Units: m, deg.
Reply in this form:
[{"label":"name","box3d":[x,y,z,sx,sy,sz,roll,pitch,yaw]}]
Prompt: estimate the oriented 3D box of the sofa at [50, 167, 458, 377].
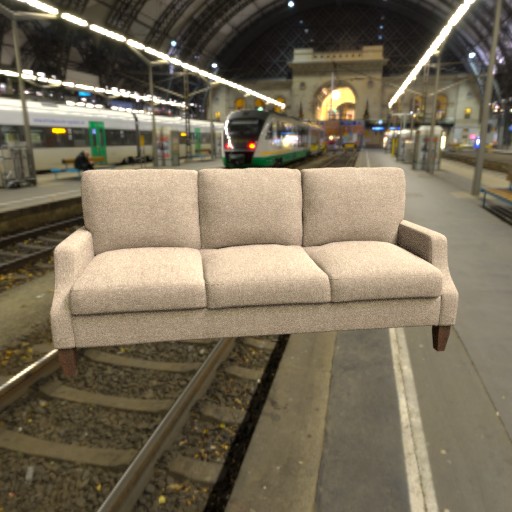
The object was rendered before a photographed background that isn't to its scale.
[{"label":"sofa","box3d":[0.000,0.000,2.604,2.115,0.984,0.888,-2,15,-8]}]
